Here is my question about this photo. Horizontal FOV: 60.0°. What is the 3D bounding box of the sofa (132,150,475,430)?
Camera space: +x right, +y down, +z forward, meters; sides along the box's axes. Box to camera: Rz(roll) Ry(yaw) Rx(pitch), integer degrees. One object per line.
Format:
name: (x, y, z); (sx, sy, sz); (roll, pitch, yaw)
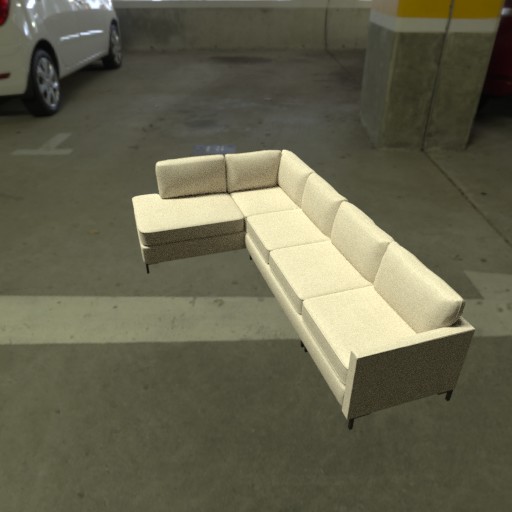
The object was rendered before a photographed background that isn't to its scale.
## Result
sofa: (0.000, 0.000, 4.229); (2.048, 0.996, 3.384); (-10, 33, -15)
